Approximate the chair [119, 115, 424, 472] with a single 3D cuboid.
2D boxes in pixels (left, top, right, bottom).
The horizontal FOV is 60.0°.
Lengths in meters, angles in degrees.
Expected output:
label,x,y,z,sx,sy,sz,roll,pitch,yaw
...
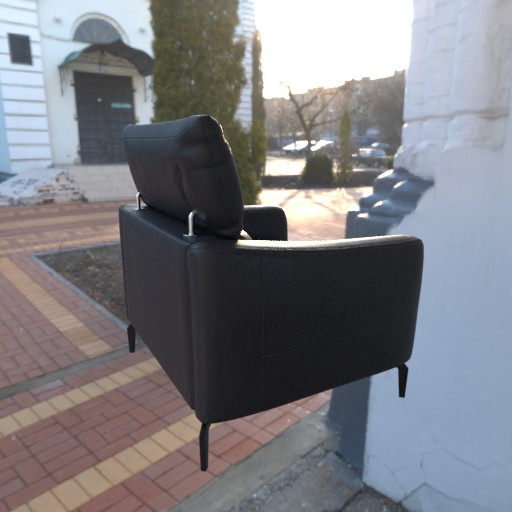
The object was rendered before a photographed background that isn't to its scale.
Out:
label,x,y,z,sx,sy,sz,roll,pitch,yaw
chair,0.000,0.000,1.647,0.809,0.949,0.976,-8,16,-28
